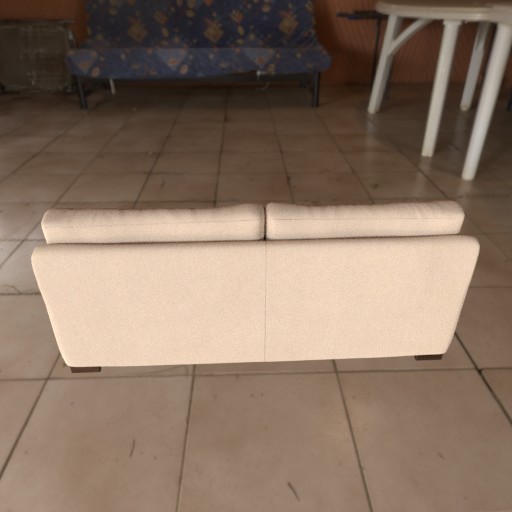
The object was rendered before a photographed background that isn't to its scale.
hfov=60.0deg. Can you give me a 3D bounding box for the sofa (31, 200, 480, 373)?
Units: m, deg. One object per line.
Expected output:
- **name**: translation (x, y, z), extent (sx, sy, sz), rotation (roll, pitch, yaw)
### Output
- **sofa**: translation (0.000, 0.000, 2.617), extent (2.147, 0.925, 0.929), rotation (-1, 31, -2)
